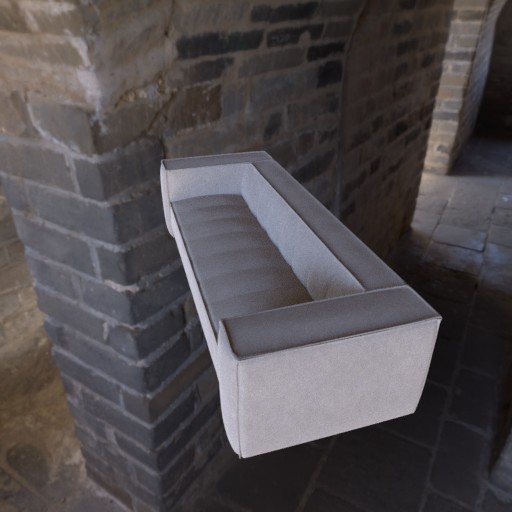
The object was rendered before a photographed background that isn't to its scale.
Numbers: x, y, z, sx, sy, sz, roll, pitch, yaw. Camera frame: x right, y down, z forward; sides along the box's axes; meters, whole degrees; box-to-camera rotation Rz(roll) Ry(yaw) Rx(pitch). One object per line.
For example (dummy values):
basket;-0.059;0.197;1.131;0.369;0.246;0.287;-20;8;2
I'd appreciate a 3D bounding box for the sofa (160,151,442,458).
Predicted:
sofa;0.000;0.000;3.131;1.038;0.680;2.697;-9;31;-14
